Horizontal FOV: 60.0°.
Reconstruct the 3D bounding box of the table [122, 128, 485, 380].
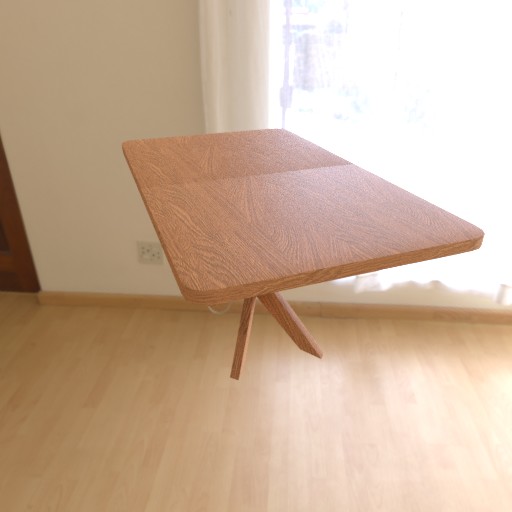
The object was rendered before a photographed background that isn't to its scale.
[{"bbox_3d":[0.000,0.000,2.040,0.950,0.770,1.600,-10,30,-18],"label":"table"}]
